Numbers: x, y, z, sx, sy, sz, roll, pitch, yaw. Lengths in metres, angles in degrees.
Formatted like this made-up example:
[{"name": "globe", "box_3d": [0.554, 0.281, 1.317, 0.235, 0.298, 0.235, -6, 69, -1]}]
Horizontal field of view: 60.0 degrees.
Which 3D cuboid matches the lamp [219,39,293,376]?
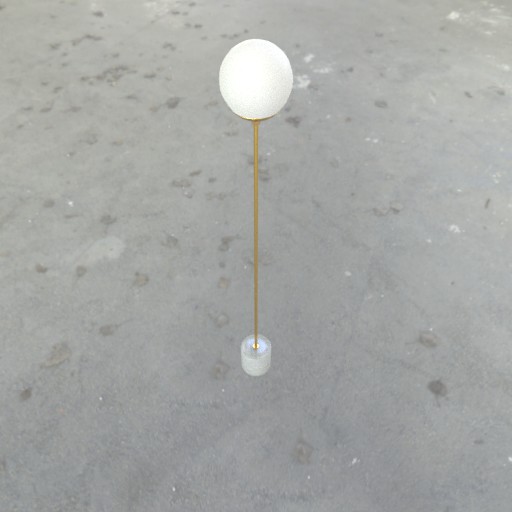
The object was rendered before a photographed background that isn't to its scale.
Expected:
[{"name": "lamp", "box_3d": [0.000, 0.000, 1.890, 0.224, 1.753, 0.224, 17, 48, 16]}]
